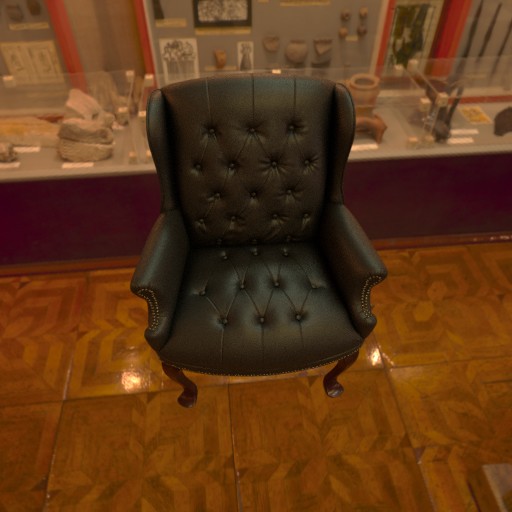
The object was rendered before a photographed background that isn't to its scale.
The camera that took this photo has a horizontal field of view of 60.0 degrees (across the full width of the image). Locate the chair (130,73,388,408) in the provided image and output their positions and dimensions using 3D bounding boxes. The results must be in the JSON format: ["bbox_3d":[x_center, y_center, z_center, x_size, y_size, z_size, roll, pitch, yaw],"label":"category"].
[{"bbox_3d":[0.000,0.000,1.659,0.838,1.111,0.762,-3,46,-3],"label":"chair"}]
